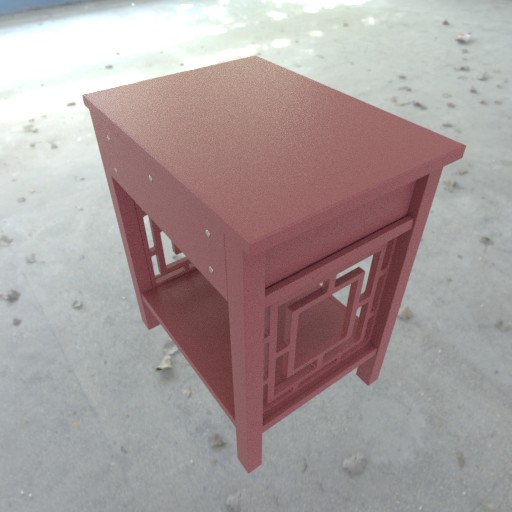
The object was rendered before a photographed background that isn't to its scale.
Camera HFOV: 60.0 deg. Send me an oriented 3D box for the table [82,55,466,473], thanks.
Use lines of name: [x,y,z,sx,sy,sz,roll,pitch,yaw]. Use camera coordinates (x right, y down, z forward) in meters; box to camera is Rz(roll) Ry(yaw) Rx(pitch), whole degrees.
table: [0.000,0.000,1.049,0.451,0.686,0.599,-25,47,-26]
